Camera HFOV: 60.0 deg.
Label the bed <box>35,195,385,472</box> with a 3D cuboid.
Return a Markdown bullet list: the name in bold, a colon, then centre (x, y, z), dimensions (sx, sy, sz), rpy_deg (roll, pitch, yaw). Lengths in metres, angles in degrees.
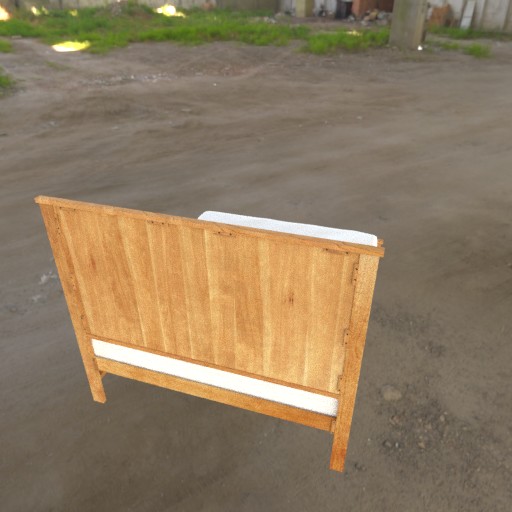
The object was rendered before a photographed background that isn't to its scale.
- **bed**: centre (0.000, 0.000, 4.137), dimensions (2.225, 1.938, 2.530), rpy_deg (10, 33, 15)
